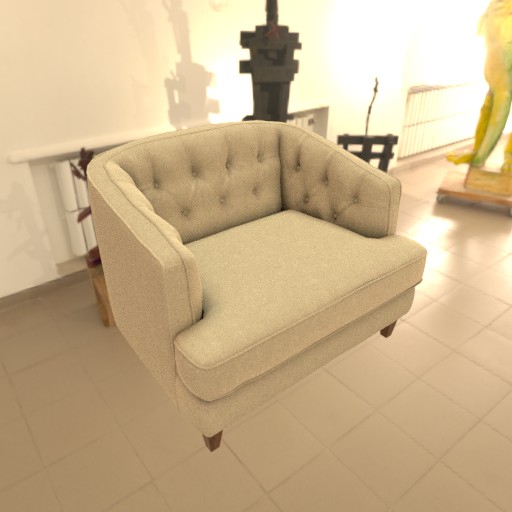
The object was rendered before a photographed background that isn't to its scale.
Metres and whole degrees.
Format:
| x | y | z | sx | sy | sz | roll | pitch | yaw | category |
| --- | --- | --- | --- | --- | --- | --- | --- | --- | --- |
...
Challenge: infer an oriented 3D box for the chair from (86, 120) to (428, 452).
| x | y | z | sx | sy | sz | roll | pitch | yaw | category |
| --- | --- | --- | --- | --- | --- | --- | --- | --- | --- |
| 0.000 | 0.000 | 1.796 | 1.104 | 0.852 | 0.941 | -22 | 36 | -32 | chair |
